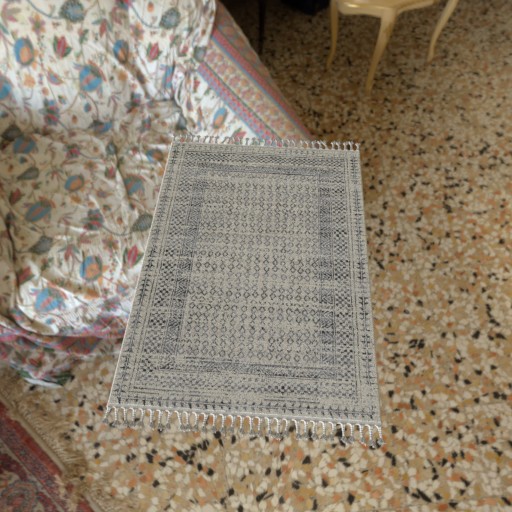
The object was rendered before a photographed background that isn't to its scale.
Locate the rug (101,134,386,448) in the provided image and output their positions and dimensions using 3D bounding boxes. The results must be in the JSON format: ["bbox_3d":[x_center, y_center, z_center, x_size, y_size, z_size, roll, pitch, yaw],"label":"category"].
[{"bbox_3d":[0.000,0.000,2.412,1.243,0.013,1.872,3,57,2],"label":"rug"}]
